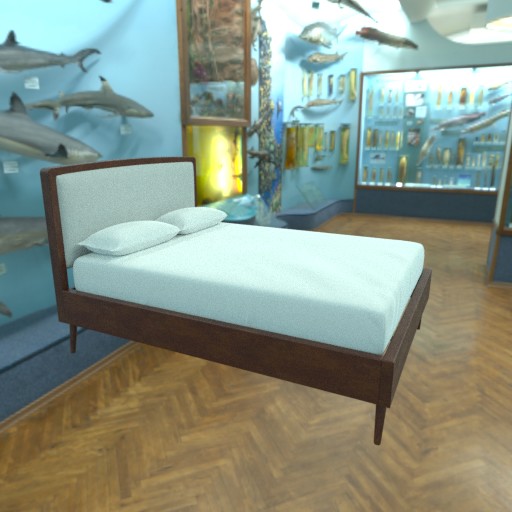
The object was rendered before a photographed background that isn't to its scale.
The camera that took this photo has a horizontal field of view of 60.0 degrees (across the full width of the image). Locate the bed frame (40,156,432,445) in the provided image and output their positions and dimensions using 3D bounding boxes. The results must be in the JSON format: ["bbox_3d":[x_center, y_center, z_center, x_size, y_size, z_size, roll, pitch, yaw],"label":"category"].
[{"bbox_3d":[0.000,0.000,3.082,2.171,1.279,1.587,8,17,26],"label":"bed frame"}]
